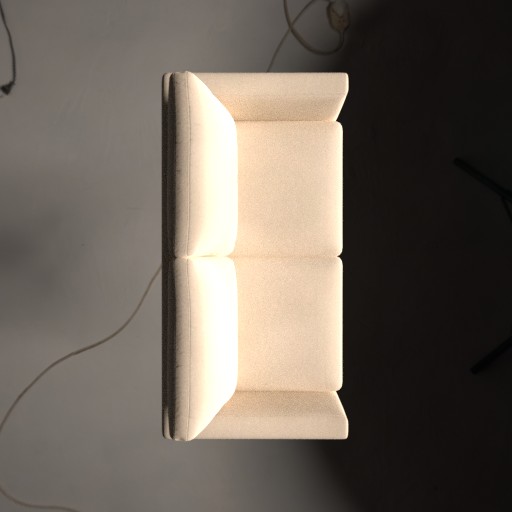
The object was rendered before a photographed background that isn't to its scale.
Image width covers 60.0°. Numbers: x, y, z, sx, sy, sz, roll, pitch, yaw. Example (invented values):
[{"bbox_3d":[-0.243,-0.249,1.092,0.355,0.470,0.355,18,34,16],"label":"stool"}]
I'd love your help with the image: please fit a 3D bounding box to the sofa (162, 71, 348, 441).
[{"bbox_3d":[0.000,0.000,2.289,0.906,0.995,1.739,0,90,0],"label":"sofa"}]
